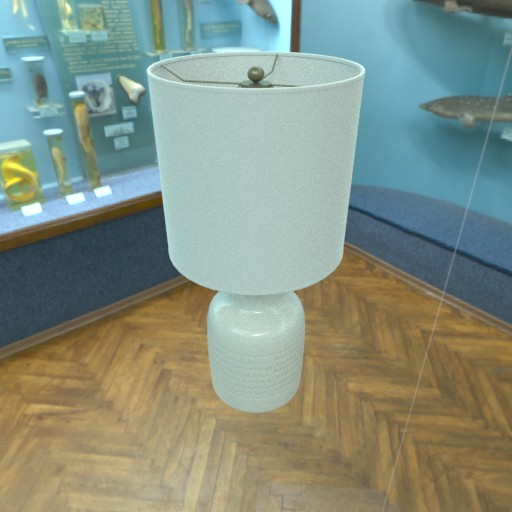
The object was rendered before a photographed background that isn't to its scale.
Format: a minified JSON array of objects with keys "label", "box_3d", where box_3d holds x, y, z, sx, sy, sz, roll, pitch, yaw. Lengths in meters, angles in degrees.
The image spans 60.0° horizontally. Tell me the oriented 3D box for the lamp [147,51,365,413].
[{"label":"lamp","box_3d":[0.000,0.000,0.492,0.188,0.392,0.188,-22,38,-31]}]
